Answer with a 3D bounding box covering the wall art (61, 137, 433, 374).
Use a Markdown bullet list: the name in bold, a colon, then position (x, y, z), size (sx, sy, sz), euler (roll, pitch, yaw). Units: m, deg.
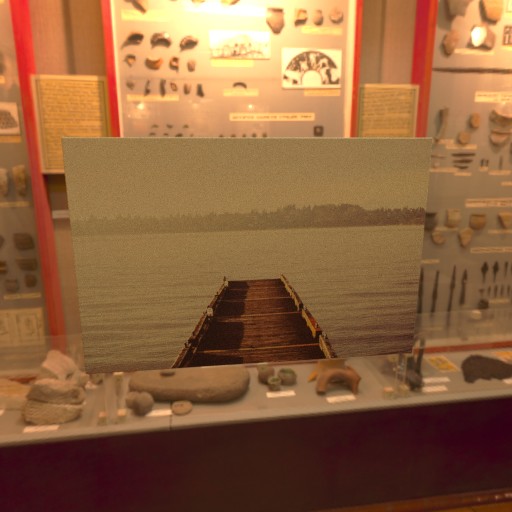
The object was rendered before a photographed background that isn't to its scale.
- **wall art**: position (0.000, 0.000, 1.176), size (0.916, 0.609, 0.037), euler (-2, 14, -7)
